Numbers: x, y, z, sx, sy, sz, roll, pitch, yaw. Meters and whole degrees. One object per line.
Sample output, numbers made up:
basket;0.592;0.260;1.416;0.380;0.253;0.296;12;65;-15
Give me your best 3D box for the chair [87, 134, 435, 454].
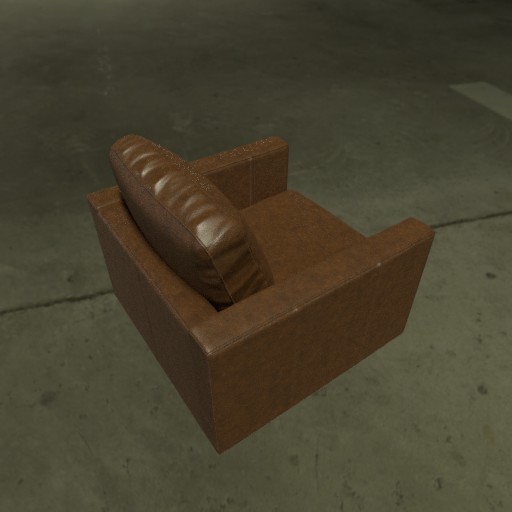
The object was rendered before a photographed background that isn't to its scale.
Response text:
chair;0.000;0.000;1.683;0.909;0.956;0.890;-24;46;-26
